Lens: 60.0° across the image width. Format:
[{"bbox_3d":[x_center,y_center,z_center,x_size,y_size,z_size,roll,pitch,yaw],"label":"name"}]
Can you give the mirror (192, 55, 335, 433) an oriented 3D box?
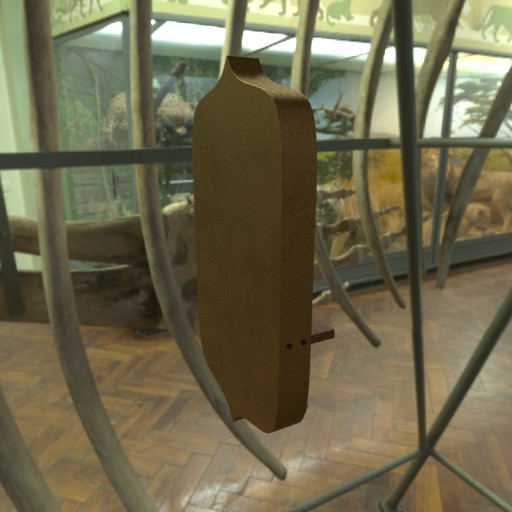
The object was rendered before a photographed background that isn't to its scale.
[{"bbox_3d":[0.000,0.000,0.743,0.096,0.613,0.323,-8,18,-27],"label":"mirror"}]
